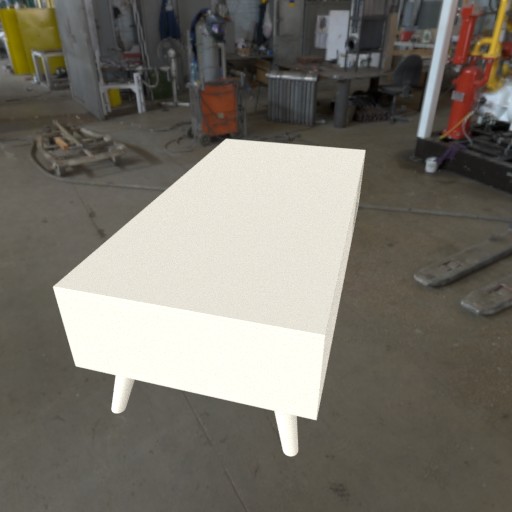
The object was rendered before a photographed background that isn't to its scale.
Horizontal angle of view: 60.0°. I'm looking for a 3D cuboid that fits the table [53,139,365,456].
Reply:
[{"bbox_3d":[0.000,0.000,1.523,0.609,0.432,1.194,8,32,13],"label":"table"}]
